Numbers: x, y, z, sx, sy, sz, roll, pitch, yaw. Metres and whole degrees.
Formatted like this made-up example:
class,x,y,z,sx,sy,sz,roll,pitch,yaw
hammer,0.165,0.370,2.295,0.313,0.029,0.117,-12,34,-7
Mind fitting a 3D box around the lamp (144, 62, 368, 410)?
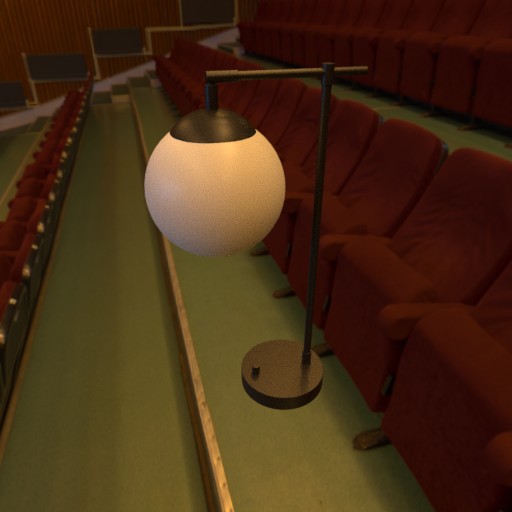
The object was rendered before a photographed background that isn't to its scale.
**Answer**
class,x,y,z,sx,sy,sz,roll,pitch,yaw
lamp,0.000,0.000,0.704,0.316,0.559,0.197,-8,31,-14
